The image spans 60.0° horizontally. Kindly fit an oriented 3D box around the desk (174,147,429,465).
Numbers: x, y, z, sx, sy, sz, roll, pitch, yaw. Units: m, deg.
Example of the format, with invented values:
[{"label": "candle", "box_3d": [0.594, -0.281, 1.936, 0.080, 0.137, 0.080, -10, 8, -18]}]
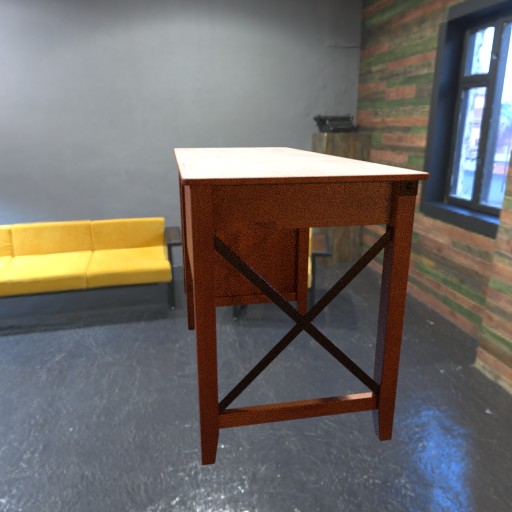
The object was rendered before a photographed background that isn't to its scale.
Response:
[{"label": "desk", "box_3d": [0.000, 0.000, 1.718, 0.574, 0.756, 1.353, -3, 17, -10]}]
